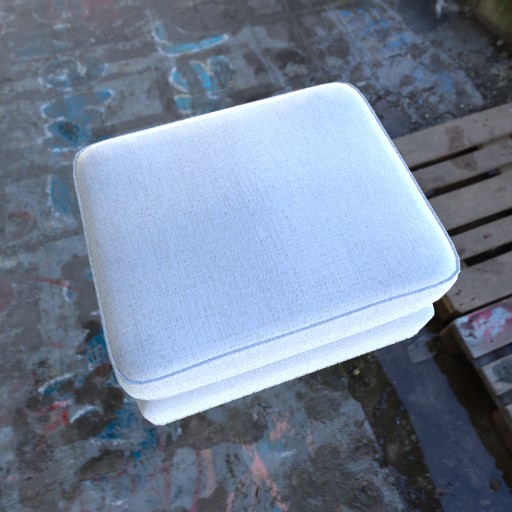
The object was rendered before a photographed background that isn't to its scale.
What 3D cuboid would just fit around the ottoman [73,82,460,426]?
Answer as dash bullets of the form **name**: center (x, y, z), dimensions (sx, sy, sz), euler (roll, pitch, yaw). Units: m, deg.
- **ottoman**: center (0.000, 0.000, 1.119), dimensions (0.738, 0.537, 0.589), euler (-17, 65, -8)
